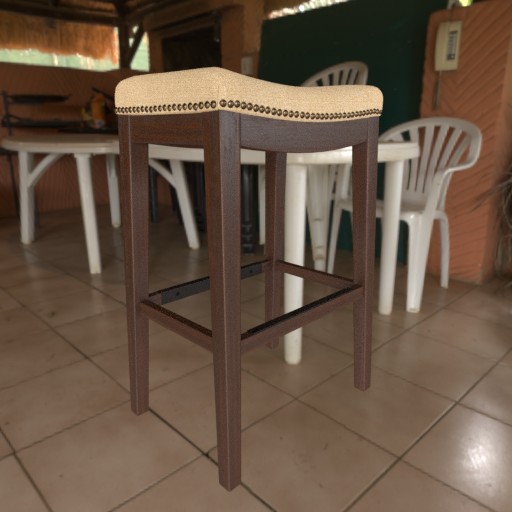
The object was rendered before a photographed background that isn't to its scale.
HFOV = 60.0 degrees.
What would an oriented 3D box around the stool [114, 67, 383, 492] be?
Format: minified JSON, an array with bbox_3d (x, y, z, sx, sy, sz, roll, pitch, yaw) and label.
[{"bbox_3d":[0.000,0.000,1.036,0.363,0.768,0.509,15,22,43],"label":"stool"}]
